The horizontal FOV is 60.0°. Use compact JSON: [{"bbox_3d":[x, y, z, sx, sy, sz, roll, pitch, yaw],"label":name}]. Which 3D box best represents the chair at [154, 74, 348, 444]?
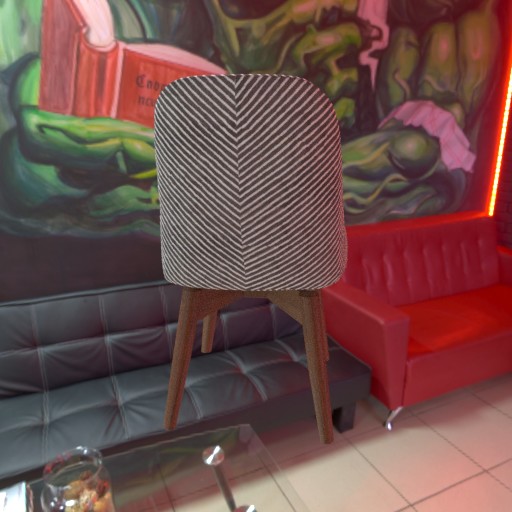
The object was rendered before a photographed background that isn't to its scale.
[{"bbox_3d":[0.000,0.000,1.232,0.504,0.883,0.591,2,17,7],"label":"chair"}]
